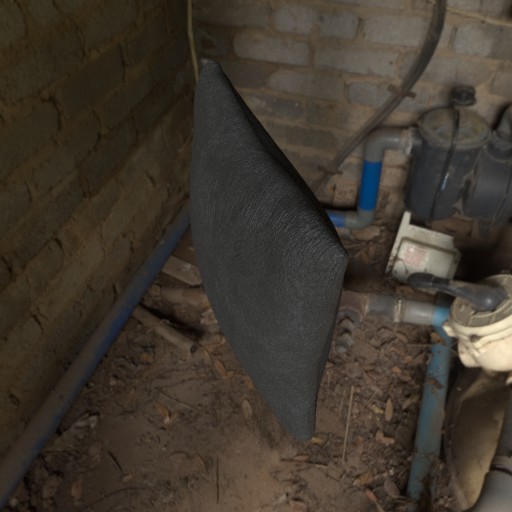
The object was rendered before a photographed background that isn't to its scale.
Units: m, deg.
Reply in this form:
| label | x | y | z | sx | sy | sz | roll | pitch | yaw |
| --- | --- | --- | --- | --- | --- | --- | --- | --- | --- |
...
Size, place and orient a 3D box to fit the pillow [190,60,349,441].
| label | x | y | z | sx | sy | sz | roll | pitch | yaw |
| --- | --- | --- | --- | --- | --- | --- | --- | --- | --- |
| pillow | 0.000 | 0.000 | 0.815 | 0.210 | 0.523 | 0.533 | -15 | 48 | -14 |
